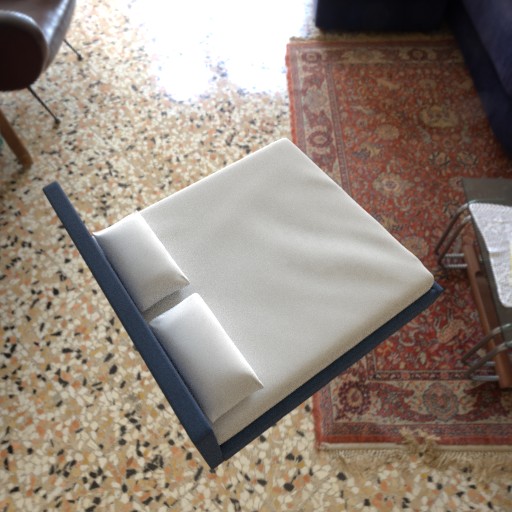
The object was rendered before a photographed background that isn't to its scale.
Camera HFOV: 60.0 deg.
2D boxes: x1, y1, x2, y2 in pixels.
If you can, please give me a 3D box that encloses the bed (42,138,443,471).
[{"bbox_3d":[0.000,0.000,3.506,2.232,1.231,2.096,-31,63,-18],"label":"bed"}]
